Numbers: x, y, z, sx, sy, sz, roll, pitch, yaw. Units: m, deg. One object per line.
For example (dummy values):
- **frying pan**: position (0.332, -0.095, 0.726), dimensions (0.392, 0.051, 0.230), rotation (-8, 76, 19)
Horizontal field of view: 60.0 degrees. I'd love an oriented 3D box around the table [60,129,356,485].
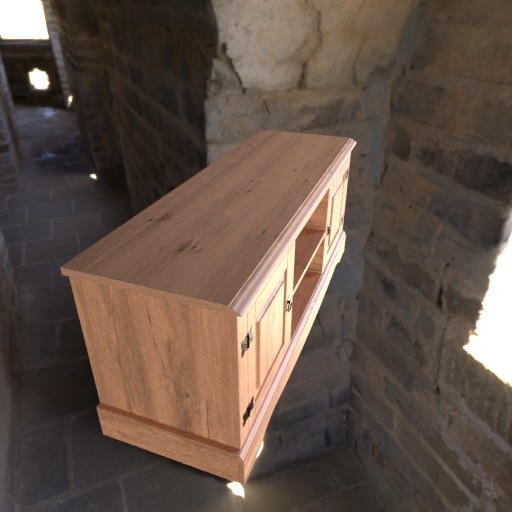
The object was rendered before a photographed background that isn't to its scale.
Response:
- **table**: position (0.000, 0.000, 1.456), dimensions (0.400, 0.510, 1.200), rotation (11, 32, 18)
